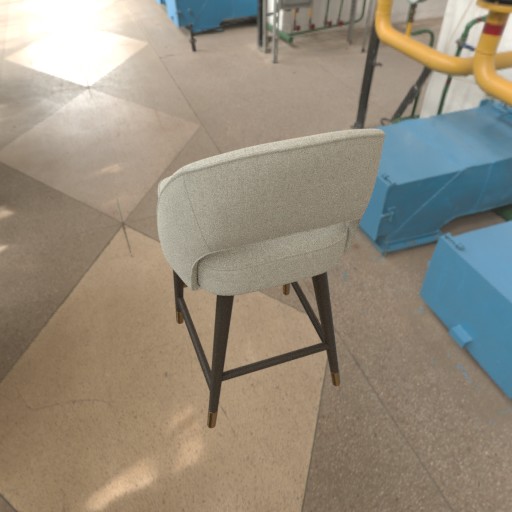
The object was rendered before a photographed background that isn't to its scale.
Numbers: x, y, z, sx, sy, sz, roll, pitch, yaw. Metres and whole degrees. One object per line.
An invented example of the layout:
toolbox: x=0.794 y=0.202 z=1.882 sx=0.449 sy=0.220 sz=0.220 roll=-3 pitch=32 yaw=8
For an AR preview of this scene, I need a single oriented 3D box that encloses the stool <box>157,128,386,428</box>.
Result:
stool: x=0.000 y=0.000 z=1.227 sx=0.494 sy=0.940 sz=0.509 roll=-14 pitch=44 yaw=-15
